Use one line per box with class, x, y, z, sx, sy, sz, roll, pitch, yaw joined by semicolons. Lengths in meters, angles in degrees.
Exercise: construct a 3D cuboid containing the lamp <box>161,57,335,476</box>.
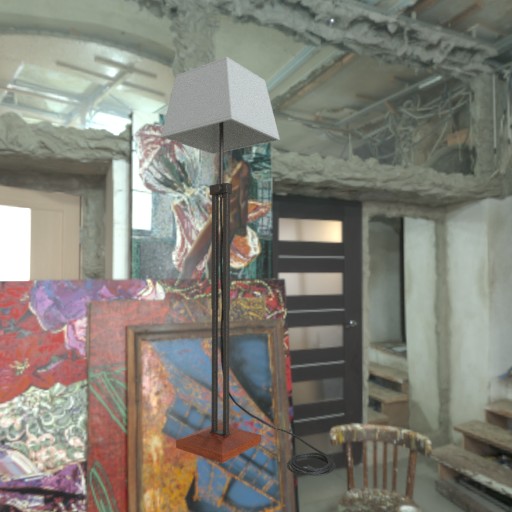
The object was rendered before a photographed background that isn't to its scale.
lamp;0.000;0.000;1.987;0.745;1.712;0.472;-2;-3;36
